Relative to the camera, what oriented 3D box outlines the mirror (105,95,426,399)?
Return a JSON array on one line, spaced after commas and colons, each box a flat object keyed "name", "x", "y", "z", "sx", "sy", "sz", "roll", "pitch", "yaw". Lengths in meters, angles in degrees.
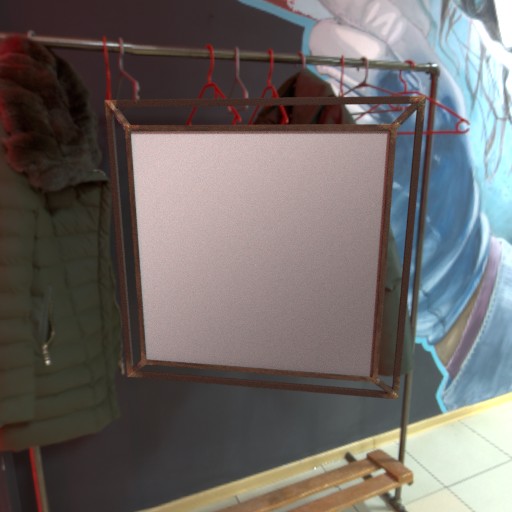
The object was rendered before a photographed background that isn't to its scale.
[{"name": "mirror", "x": 0.000, "y": 0.000, "z": 0.904, "sx": 0.610, "sy": 0.610, "sz": 0.032, "roll": 2, "pitch": 15, "yaw": 9}]
